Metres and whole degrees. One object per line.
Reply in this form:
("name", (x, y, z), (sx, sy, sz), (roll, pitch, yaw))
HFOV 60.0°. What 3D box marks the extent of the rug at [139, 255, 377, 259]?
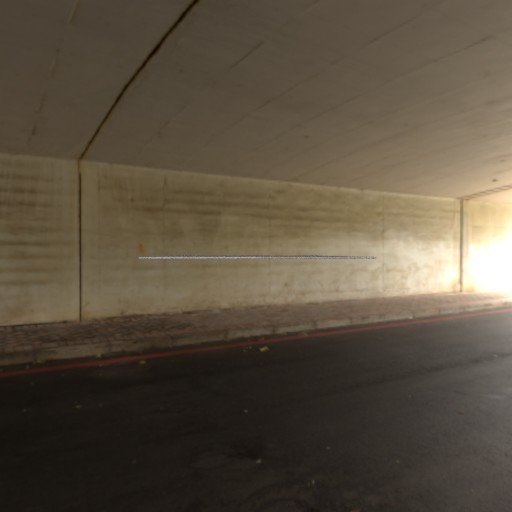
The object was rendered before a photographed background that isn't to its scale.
("rug", (0.000, 0.000, 2.559), (0.741, 0.014, 2.390), (0, 0, 0))
